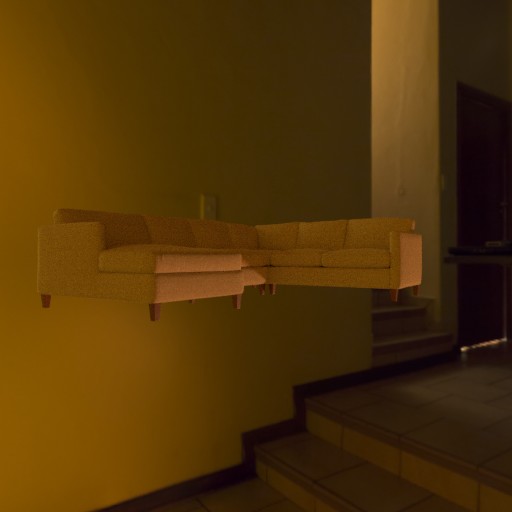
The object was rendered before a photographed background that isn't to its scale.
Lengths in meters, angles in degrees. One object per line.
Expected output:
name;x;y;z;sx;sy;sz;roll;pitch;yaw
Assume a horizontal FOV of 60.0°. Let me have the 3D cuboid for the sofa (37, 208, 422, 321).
sofa;0.000;0.000;4.745;2.594;0.961;3.460;0;0;35
